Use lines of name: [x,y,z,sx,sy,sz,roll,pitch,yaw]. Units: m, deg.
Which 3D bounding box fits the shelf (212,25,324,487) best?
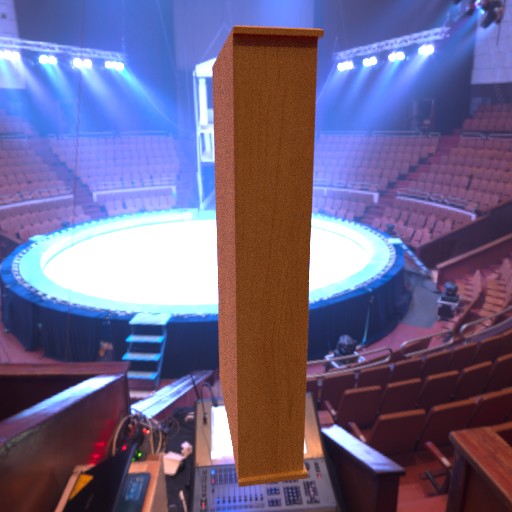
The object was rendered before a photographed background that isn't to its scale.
shelf: [0.000,0.000,1.211,0.175,1.030,0.520,-3,16,-9]
